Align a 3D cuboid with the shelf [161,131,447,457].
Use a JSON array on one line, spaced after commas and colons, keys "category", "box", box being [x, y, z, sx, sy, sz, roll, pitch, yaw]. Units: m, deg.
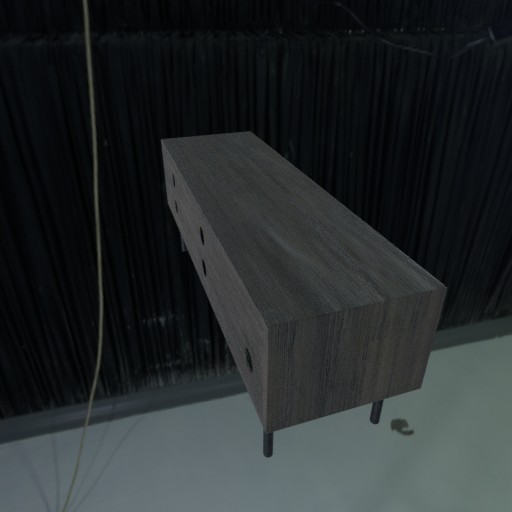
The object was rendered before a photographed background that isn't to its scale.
[{"category": "shelf", "box": [0.000, 0.000, 1.513, 0.400, 0.495, 1.300, -10, 32, -16]}]
